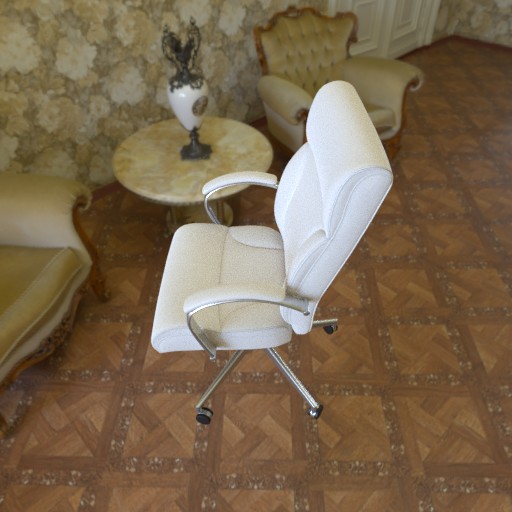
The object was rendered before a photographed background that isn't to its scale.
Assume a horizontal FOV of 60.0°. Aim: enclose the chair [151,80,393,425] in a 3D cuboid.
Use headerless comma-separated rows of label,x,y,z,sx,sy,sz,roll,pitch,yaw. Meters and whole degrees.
chair,0.000,0.000,1.604,0.745,1.099,0.727,0,41,0
